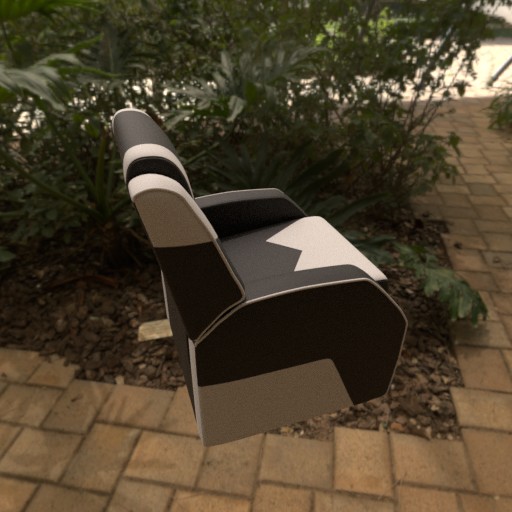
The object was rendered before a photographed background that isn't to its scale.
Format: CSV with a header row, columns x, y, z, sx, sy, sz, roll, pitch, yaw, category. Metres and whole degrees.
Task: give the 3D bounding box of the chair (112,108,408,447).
x,y,z,sx,sy,sz,roll,pitch,yaw,category
0.000,0.000,1.290,0.672,0.805,0.620,-10,32,-16,chair
